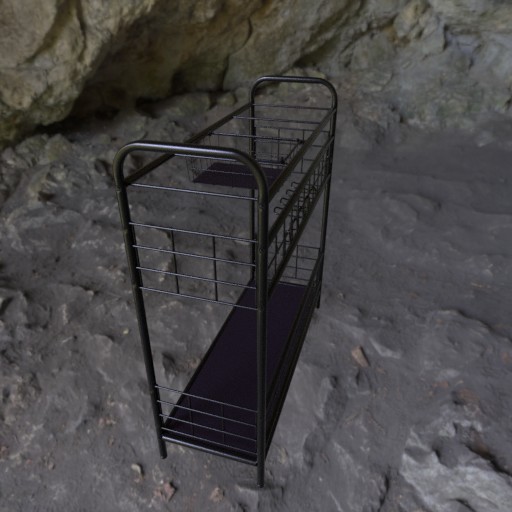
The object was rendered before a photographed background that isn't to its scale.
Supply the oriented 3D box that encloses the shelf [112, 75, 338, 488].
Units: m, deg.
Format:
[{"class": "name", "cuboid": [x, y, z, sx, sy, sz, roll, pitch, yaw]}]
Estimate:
[{"class": "shelf", "cuboid": [0.000, 0.000, 1.514, 0.350, 1.026, 0.961, 9, 31, 15]}]
